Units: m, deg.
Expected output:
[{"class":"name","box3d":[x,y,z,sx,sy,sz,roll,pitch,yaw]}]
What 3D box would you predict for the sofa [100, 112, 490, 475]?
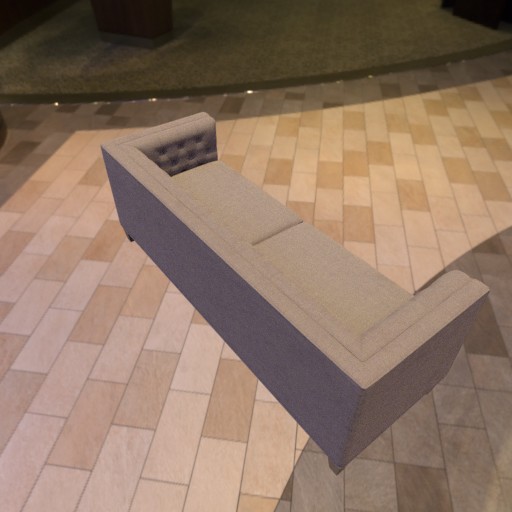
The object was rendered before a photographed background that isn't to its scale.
[{"class":"sofa","box3d":[0.000,0.000,2.518,0.775,0.762,2.159,-27,49,-27]}]
